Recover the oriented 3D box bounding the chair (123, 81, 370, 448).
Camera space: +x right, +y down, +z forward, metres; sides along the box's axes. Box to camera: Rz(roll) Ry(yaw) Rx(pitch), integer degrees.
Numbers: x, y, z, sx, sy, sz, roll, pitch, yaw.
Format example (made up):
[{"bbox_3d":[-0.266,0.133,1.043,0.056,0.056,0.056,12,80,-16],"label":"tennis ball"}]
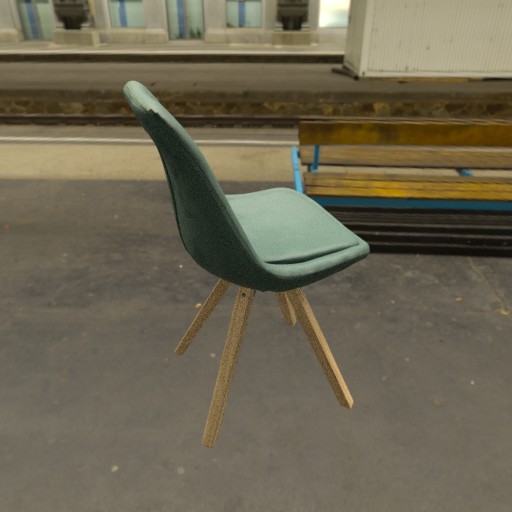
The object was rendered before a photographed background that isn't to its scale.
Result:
[{"bbox_3d":[0.000,0.000,1.176,0.547,0.865,0.483,-10,31,-17],"label":"chair"}]
